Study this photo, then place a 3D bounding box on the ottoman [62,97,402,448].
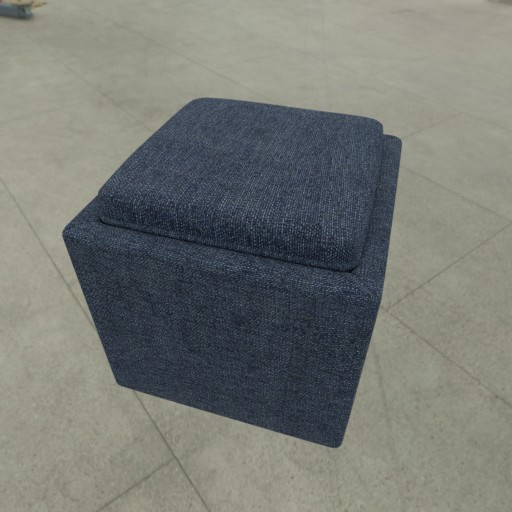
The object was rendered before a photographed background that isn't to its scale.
[{"bbox_3d":[0.000,0.000,0.844,0.450,0.460,0.450,12,43,13],"label":"ottoman"}]
